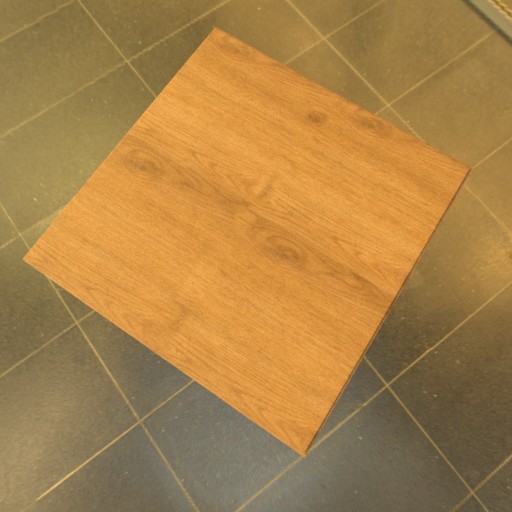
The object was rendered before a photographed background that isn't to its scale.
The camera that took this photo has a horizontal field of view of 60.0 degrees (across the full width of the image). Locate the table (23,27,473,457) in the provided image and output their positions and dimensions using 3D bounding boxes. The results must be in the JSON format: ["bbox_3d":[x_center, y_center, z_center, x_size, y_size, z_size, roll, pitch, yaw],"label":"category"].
[{"bbox_3d":[0.000,0.000,1.110,0.612,0.593,0.616,32,77,9],"label":"table"}]
